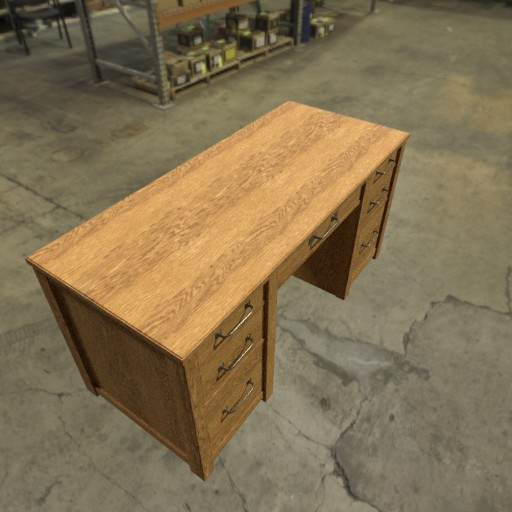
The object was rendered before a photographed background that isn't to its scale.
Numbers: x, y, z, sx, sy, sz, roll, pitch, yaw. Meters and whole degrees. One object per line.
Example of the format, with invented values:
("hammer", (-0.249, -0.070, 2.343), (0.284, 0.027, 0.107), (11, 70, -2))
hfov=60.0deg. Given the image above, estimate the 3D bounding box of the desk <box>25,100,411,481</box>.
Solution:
("desk", (0.000, 0.000, 1.982), (0.685, 0.751, 1.567), (25, 47, 26))
